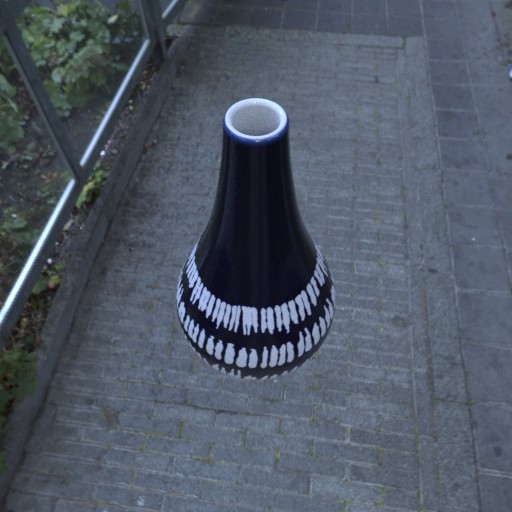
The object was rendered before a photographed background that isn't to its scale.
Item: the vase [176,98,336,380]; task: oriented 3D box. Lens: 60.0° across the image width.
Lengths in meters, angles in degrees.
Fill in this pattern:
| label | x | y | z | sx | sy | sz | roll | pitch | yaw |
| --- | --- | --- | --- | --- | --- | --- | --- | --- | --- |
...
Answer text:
| label | x | y | z | sx | sy | sz | roll | pitch | yaw |
| --- | --- | --- | --- | --- | --- | --- | --- | --- | --- |
| vase | 0.000 | 0.000 | 0.383 | 0.159 | 0.295 | 0.159 | 0 | 56 | 0 |
